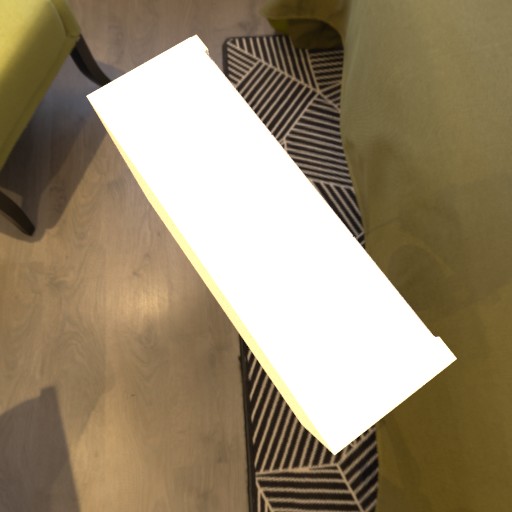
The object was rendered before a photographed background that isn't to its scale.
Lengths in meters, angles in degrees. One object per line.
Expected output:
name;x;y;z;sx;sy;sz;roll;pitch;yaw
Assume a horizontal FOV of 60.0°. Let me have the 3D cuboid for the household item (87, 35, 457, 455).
household item;0.000;0.000;1.730;0.420;0.867;1.300;-34;77;-9
